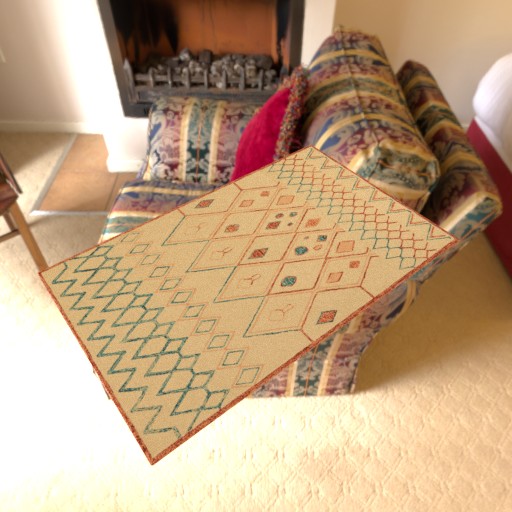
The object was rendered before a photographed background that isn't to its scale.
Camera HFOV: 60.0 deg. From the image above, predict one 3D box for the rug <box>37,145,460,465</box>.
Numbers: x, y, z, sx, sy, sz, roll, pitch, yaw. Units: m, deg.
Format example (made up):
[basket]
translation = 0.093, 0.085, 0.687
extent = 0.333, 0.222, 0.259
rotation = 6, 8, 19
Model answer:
[rug]
translation = 0.000, 0.000, 3.000
extent = 2.438, 0.015, 1.524
rotation = -30, 53, -25
